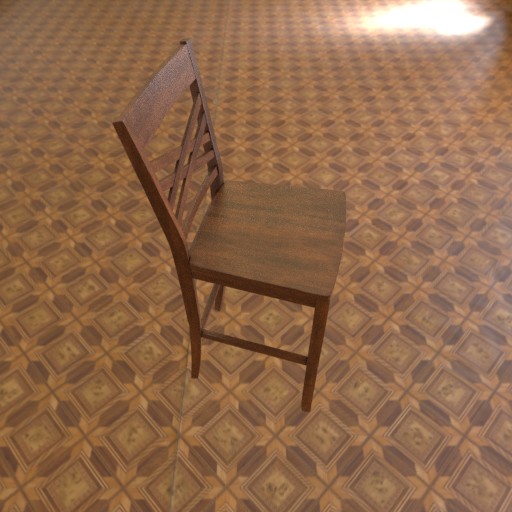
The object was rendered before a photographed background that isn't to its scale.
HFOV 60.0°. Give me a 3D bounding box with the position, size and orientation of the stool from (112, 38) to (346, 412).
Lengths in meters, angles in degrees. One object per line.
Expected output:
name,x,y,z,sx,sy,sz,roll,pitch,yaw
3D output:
stool,0.000,0.000,1.365,0.504,1.098,0.426,9,48,9
